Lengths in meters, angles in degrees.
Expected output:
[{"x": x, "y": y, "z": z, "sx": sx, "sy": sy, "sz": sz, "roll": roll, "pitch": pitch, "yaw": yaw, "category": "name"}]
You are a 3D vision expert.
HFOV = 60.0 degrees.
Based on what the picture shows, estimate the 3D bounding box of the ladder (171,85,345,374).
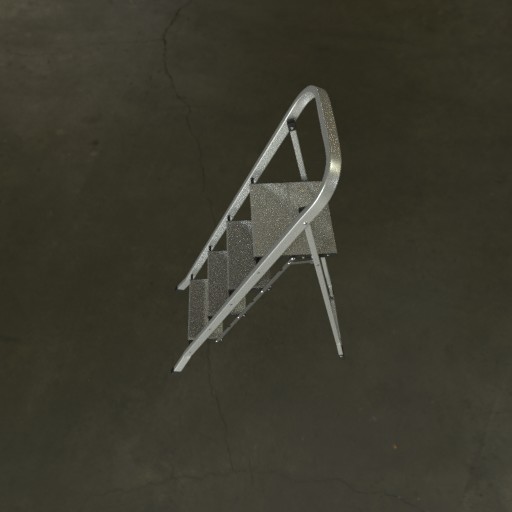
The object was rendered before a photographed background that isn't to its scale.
[{"x": 0.000, "y": 0.000, "z": 1.683, "sx": 0.830, "sy": 1.290, "sz": 0.465, "roll": -3, "pitch": 58, "yaw": -2, "category": "ladder"}]
